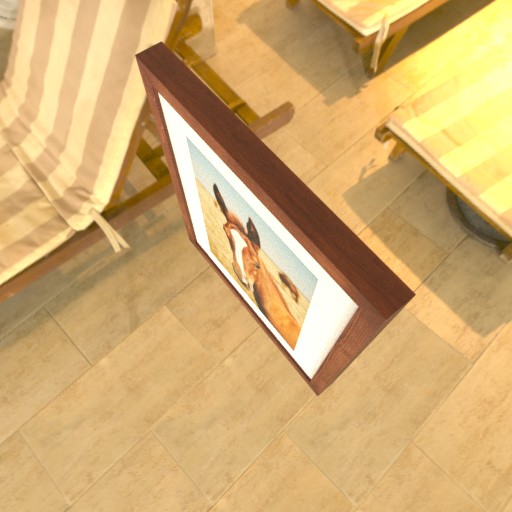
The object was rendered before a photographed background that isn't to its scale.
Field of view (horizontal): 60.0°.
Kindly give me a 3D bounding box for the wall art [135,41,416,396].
[{"bbox_3d":[0.000,0.000,0.540,0.030,0.381,0.330,-36,70,-15],"label":"wall art"}]
